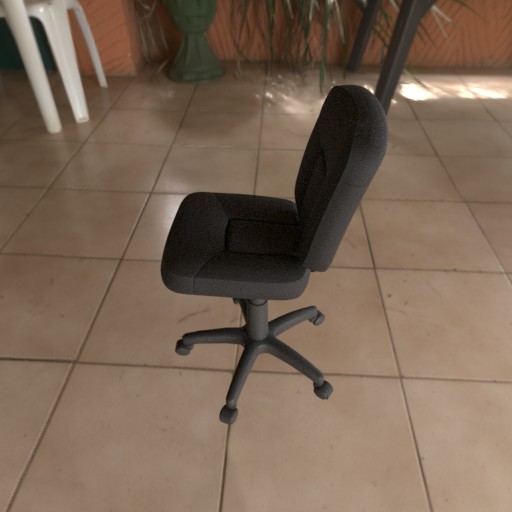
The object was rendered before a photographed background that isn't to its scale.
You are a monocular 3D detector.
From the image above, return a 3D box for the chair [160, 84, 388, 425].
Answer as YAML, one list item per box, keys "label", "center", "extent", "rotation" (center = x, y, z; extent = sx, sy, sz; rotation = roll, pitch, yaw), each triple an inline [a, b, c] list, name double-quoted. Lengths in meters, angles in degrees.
- label: "chair"
  center: [0.000, 0.000, 1.375]
  extent: [0.610, 0.972, 0.610]
  rotation: [1, 40, 1]
